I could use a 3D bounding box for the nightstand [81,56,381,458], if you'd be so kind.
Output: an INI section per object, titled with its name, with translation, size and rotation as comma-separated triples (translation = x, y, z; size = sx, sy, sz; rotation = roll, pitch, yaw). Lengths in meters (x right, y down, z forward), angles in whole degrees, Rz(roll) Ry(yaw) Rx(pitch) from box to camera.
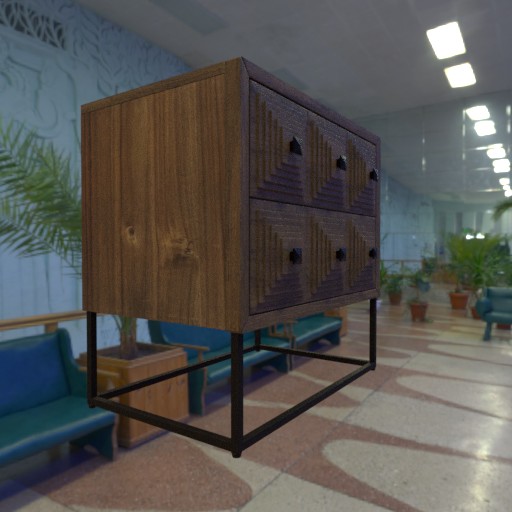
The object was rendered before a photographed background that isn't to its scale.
[nightstand]
translation = 0.000, 0.000, 1.020
size = 0.437, 0.610, 0.610
rotation = 1, 1, 35
